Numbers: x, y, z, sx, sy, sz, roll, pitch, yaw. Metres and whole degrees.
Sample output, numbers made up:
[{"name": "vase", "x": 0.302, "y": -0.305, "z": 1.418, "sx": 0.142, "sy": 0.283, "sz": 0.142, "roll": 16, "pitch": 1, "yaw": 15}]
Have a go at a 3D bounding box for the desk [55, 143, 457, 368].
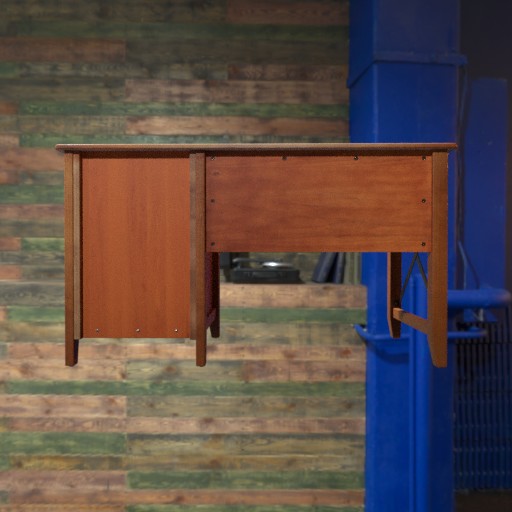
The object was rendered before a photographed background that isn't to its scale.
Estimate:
[{"name": "desk", "x": 0.000, "y": 0.000, "z": 1.768, "sx": 1.353, "sy": 0.756, "sz": 0.574, "roll": 0, "pitch": 1, "yaw": 1}]
